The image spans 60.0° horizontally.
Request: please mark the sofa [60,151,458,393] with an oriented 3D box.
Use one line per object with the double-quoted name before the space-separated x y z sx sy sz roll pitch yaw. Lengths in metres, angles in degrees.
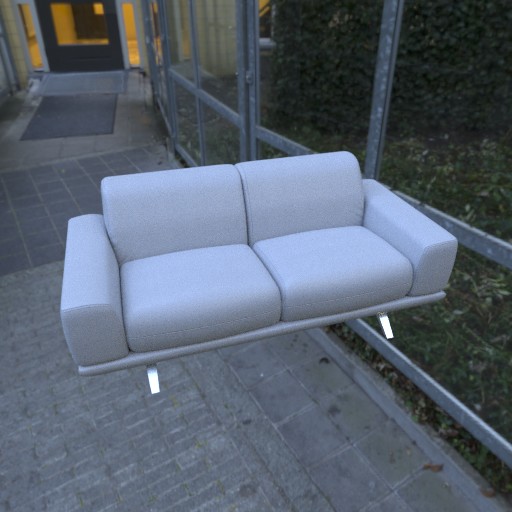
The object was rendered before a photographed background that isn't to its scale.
"sofa" 0.000 0.000 2.399 1.901 0.772 0.900 -9 33 -15
